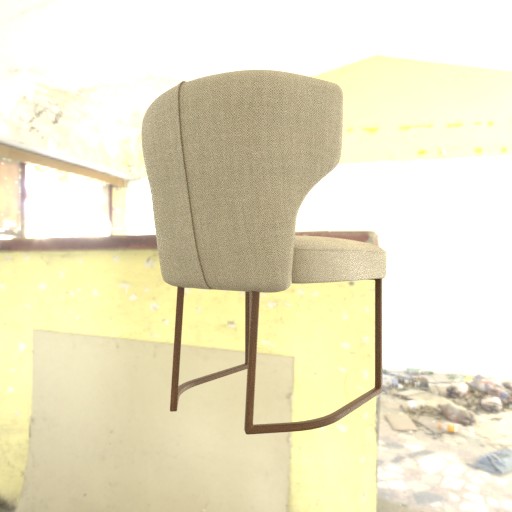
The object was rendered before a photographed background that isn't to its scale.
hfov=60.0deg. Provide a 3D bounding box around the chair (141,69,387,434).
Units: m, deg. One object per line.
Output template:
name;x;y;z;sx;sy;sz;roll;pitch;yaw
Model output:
chair;0.000;0.000;1.261;0.611;0.824;0.617;0;0;37
